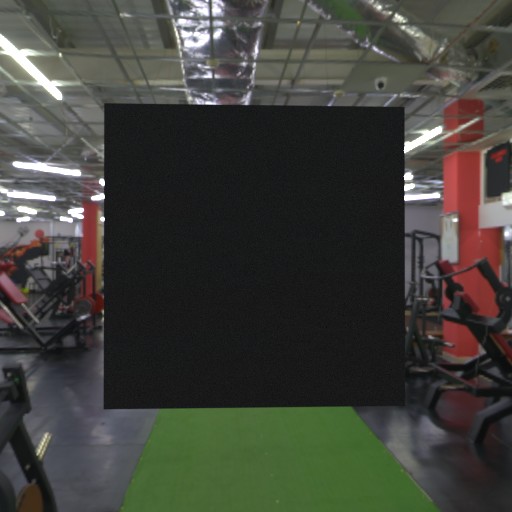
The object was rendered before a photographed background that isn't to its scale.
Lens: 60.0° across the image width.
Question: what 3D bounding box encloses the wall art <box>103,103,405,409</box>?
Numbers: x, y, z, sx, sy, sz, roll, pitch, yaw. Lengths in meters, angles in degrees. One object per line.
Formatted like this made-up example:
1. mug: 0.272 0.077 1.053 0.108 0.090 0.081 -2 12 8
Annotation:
1. wall art: 0.000 0.000 0.677 0.456 0.458 0.013 0 0 -2
